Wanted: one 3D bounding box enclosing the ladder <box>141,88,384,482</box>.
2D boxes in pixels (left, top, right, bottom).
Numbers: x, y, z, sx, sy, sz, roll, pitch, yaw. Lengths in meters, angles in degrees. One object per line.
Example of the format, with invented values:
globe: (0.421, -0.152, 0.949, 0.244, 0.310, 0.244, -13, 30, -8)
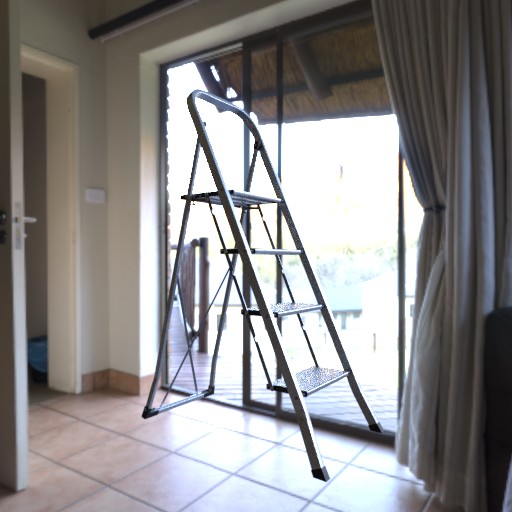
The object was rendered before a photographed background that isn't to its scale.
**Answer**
ladder: (0.000, 0.000, 1.692, 0.830, 1.290, 0.465, 0, -1, 36)
